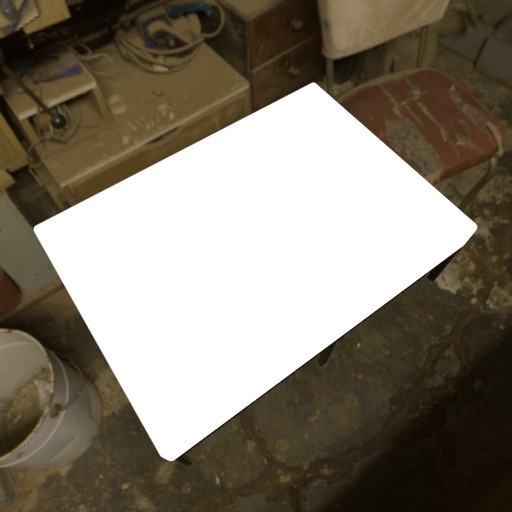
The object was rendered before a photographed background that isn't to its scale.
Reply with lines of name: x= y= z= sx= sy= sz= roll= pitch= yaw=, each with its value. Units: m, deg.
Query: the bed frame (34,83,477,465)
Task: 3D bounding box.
bed frame: x=0.000 y=0.000 z=2.657 sx=1.956 sy=0.659 sz=1.408 roll=-32 pitch=66 yaw=-16
